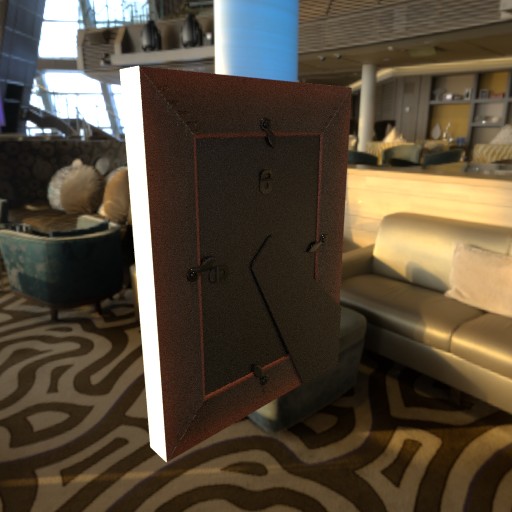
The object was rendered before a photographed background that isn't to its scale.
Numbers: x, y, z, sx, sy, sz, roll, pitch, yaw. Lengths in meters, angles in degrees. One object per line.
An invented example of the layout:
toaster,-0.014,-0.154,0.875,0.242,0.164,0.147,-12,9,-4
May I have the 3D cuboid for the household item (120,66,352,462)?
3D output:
household item,0.000,0.000,0.292,0.165,0.216,0.025,-15,22,-41
